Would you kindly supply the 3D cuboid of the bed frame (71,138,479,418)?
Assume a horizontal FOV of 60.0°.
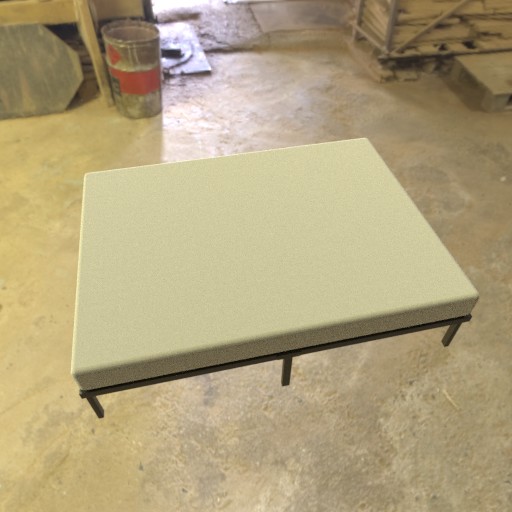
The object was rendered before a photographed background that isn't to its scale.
[{"bbox_3d":[0.000,0.000,3.606,2.635,0.680,1.990,-9,48,-9],"label":"bed frame"}]
